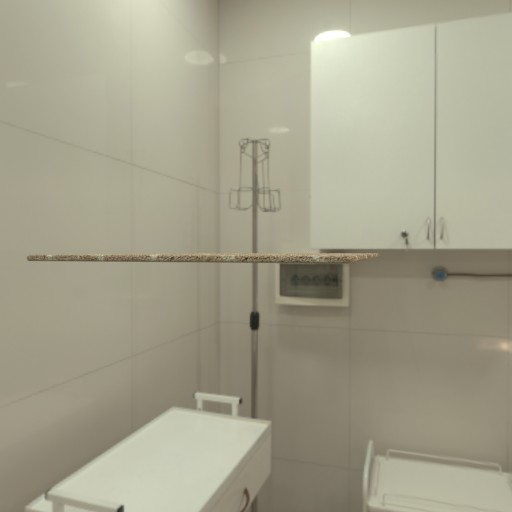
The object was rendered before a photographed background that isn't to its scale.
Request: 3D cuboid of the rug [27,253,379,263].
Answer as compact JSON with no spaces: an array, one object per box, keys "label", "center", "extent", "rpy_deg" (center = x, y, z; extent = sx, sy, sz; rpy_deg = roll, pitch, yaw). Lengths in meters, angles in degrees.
[{"label":"rug","center":[0.000,0.000,3.033],"extent":[1.524,0.030,2.438],"rpy_deg":[0,1,18]}]
